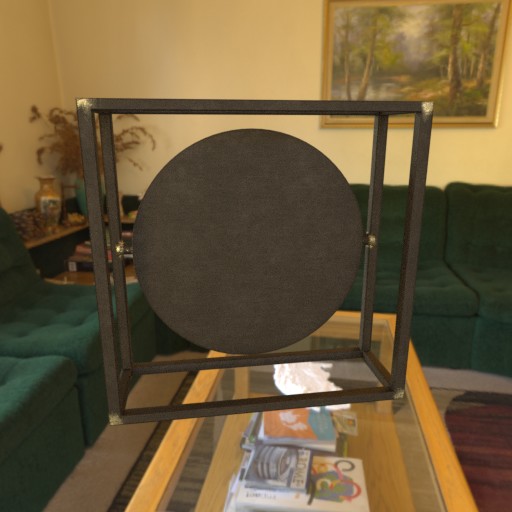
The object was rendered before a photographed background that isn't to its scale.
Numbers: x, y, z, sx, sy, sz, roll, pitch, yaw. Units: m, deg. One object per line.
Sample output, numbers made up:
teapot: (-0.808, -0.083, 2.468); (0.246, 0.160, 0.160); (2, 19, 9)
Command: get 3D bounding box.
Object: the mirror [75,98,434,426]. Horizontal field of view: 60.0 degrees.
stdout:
mirror: (0.000, 0.000, 0.465); (0.306, 0.303, 0.107); (-2, 16, -8)
